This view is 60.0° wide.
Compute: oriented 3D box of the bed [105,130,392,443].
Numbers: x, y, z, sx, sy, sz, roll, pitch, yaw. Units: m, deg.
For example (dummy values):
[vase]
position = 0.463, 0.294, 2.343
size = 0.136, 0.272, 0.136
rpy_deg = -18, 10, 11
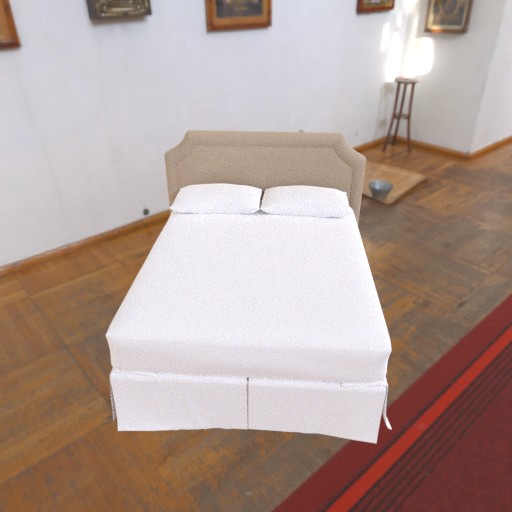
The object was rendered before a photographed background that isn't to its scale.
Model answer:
[bed]
position = 0.000, 0.000, 3.314
size = 1.828, 1.301, 2.204
rpy_deg = 2, 31, 3
